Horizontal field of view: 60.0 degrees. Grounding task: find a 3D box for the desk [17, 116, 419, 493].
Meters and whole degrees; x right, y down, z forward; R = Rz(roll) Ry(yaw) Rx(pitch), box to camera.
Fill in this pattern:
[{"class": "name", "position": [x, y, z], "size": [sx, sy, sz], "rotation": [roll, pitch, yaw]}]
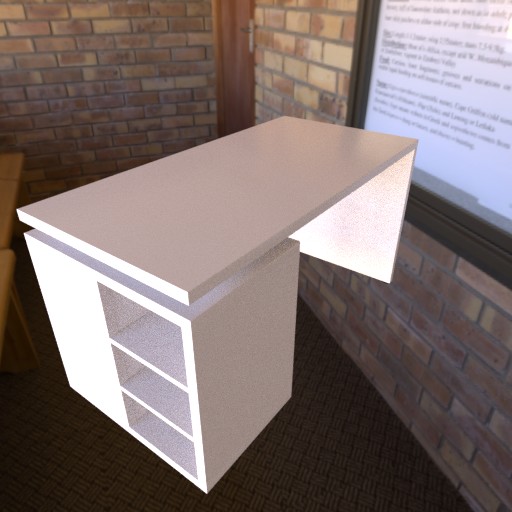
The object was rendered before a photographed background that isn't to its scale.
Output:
[{"class": "desk", "position": [0.000, 0.000, 1.781], "size": [0.690, 0.740, 1.400], "rotation": [21, 37, 31]}]
